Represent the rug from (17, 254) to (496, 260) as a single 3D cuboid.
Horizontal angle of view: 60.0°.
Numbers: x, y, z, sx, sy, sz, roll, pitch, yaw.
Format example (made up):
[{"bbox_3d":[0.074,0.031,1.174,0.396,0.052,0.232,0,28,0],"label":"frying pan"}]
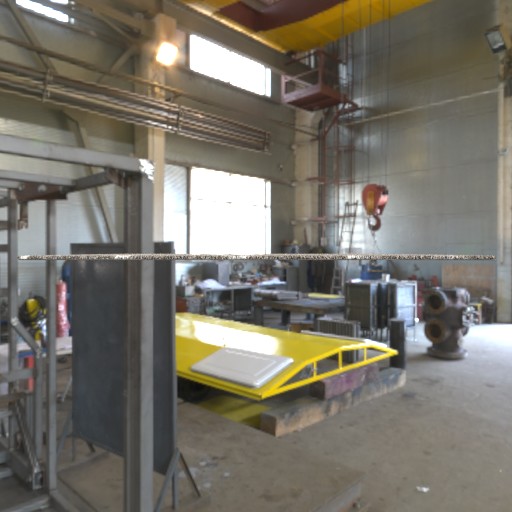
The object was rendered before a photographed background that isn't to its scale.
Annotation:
[{"bbox_3d":[0.000,0.000,4.011,3.047,0.029,2.438,0,1,-1],"label":"rug"}]
